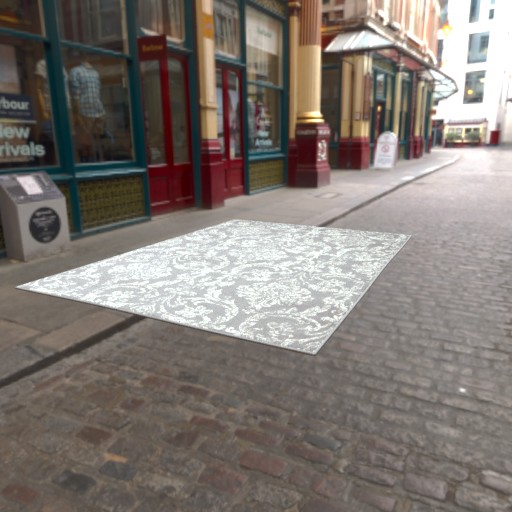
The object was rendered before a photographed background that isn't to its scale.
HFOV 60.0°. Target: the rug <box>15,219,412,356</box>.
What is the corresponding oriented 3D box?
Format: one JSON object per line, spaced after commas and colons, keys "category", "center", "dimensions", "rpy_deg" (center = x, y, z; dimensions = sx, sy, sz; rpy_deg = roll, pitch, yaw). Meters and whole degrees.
{"category": "rug", "center": [0.000, 0.000, 2.812], "dimensions": [1.578, 0.014, 2.206], "rpy_deg": [7, 16, 26]}
